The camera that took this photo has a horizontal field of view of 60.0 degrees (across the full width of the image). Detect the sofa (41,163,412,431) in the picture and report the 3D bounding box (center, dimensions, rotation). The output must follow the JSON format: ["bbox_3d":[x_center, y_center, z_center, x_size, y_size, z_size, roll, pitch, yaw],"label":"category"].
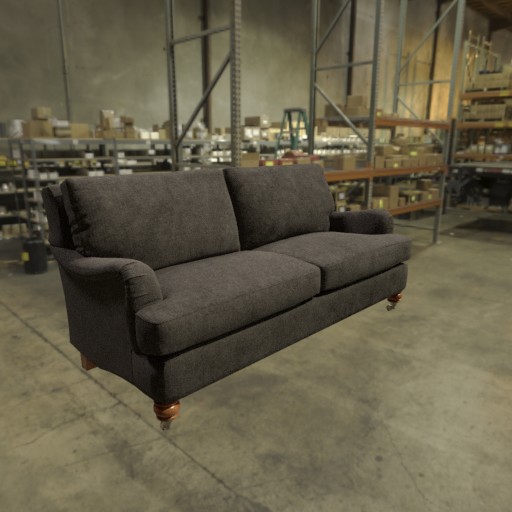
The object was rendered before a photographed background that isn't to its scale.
[{"bbox_3d":[0.000,0.000,2.745,1.087,1.054,2.160,14,20,43],"label":"sofa"}]
